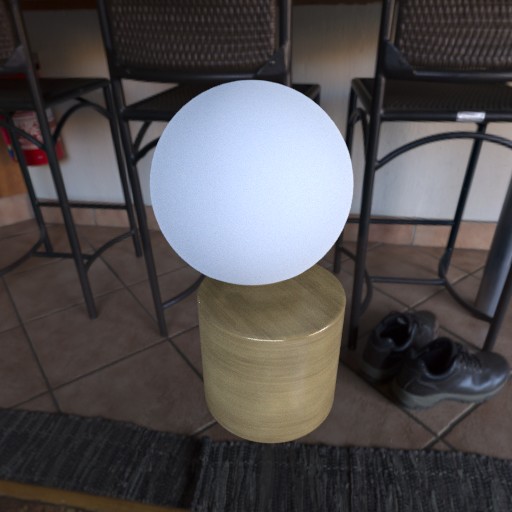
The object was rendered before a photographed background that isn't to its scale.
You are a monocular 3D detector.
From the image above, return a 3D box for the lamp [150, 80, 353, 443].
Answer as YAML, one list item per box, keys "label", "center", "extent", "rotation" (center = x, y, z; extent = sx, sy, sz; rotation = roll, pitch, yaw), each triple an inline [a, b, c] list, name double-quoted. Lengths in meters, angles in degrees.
- label: "lamp"
  center: [0.000, 0.000, 0.339]
  extent: [0.141, 0.250, 0.152]
  rotation: [-19, 35, -29]
